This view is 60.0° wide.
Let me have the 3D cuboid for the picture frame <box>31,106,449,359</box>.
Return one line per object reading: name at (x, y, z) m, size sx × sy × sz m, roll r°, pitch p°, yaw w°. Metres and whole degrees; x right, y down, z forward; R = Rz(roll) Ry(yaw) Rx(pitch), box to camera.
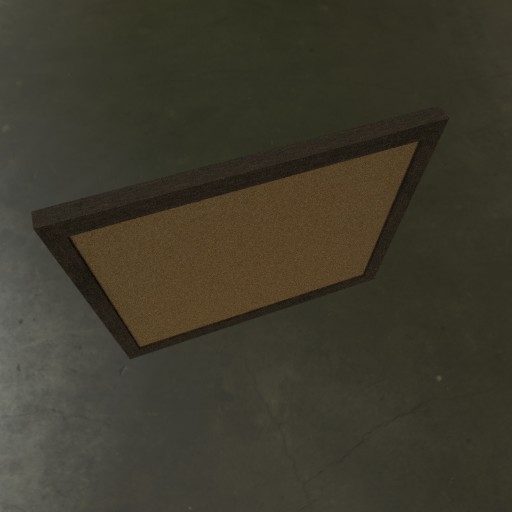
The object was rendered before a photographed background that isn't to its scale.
picture frame at (0.000, 0.000, 0.751) m, size 0.546 × 0.455 × 0.026 m, roll -17°, pitch 60°, yaw -10°
